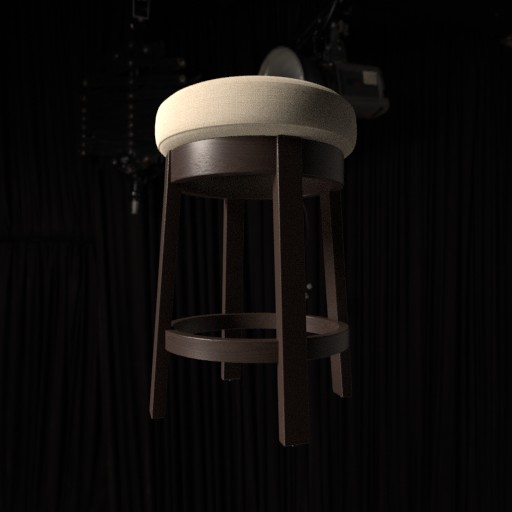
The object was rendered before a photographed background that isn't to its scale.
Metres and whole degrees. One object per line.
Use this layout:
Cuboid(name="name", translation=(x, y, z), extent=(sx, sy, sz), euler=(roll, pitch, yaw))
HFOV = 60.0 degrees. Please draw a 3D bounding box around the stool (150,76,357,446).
Cuboid(name="stool", translation=(0.000, 0.000, 0.968), extent=(0.449, 0.655, 0.449), euler=(0, 0, 0))
